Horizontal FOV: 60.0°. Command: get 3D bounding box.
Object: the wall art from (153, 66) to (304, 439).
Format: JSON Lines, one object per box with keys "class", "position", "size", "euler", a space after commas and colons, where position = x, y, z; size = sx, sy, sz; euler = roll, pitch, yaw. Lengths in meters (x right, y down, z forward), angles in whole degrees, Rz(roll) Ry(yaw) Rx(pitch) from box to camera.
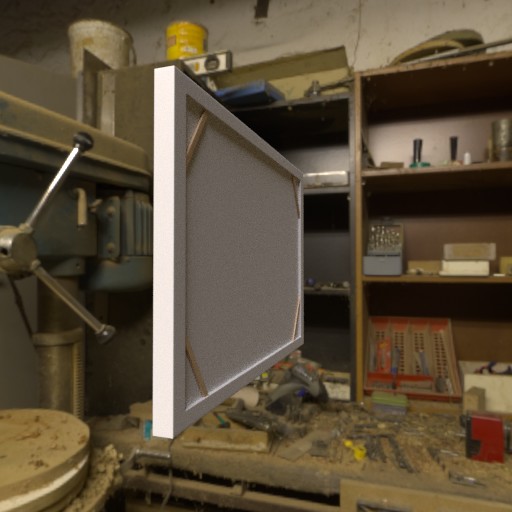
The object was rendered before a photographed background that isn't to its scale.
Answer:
{"class": "wall art", "position": [0.000, 0.000, 1.160], "size": [0.038, 0.609, 0.914], "euler": [0, -1, 19]}
